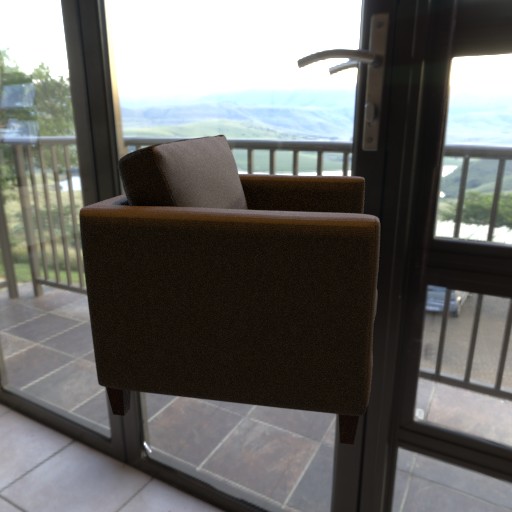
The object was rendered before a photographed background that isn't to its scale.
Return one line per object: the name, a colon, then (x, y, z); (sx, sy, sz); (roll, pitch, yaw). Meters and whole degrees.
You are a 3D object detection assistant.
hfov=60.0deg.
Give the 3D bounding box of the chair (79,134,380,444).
chair: (0.000, 0.000, 1.864); (0.959, 0.963, 1.107); (3, 17, 10)
